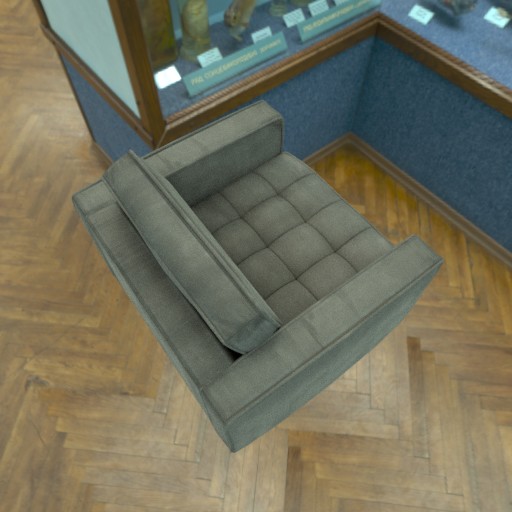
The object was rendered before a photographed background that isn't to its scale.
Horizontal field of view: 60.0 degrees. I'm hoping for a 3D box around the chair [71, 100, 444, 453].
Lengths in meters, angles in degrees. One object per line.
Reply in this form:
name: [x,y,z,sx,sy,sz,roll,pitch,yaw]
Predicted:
chair: [0.000,0.000,1.520,0.843,0.773,0.928,-32,63,-18]
